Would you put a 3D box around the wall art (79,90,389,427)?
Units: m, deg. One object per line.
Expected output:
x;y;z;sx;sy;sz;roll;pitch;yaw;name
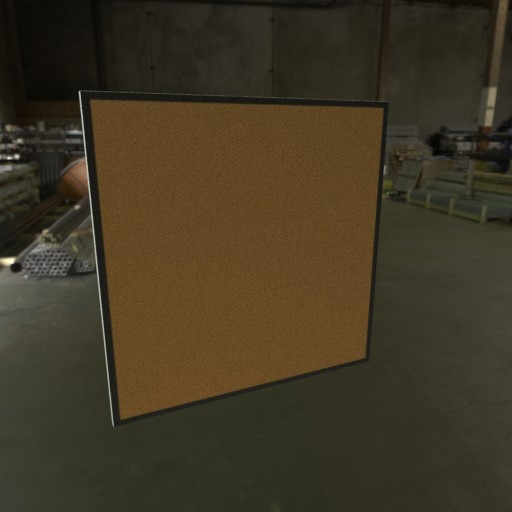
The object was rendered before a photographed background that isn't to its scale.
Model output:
0.000;0.000;1.188;0.805;0.803;0.022;-7;17;-24;wall art
